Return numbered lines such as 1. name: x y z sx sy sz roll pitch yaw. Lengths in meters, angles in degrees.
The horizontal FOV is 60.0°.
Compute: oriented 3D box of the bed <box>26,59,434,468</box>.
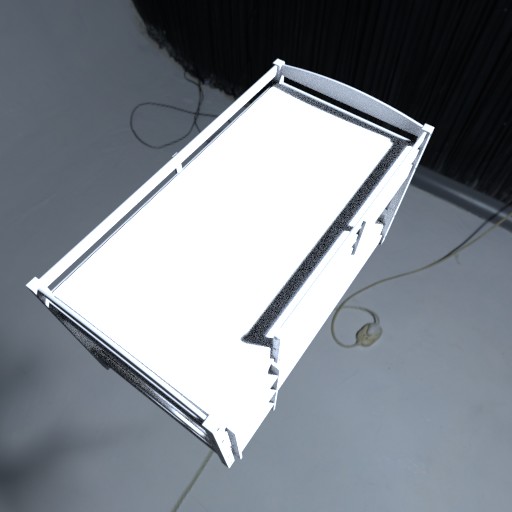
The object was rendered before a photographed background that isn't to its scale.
1. bed: 0.000 0.000 2.720 1.105 1.206 2.013 31 64 18
